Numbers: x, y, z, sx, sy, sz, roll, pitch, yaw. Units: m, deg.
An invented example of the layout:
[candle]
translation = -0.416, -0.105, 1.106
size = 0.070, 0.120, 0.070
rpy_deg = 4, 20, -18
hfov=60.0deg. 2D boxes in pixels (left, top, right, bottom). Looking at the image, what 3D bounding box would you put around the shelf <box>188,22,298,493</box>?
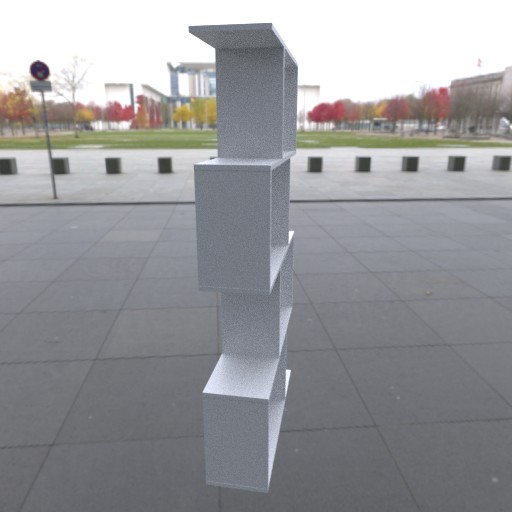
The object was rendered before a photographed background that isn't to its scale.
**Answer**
[shelf]
translation = 0.000, 0.000, 1.930
size = 0.250, 1.650, 0.890
rpy_deg = 3, 17, 10
